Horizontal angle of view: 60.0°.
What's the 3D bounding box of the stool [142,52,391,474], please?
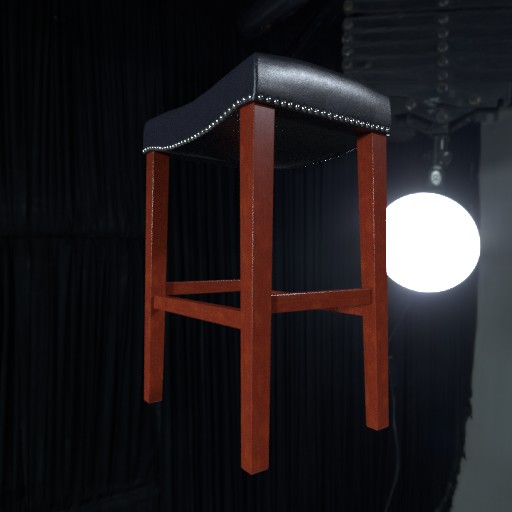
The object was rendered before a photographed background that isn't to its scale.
[{"bbox_3d":[0.000,0.000,1.047,0.372,0.742,0.504,0,0,-36],"label":"stool"}]
